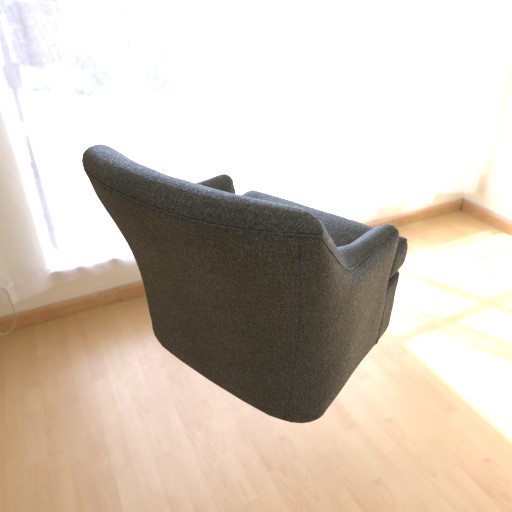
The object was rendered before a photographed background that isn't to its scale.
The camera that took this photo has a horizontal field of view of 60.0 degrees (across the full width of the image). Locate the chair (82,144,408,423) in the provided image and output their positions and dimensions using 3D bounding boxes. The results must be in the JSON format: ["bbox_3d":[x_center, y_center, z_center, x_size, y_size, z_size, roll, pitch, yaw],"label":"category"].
[{"bbox_3d":[0.000,0.000,1.571,0.864,0.856,0.923,23,38,32],"label":"chair"}]
